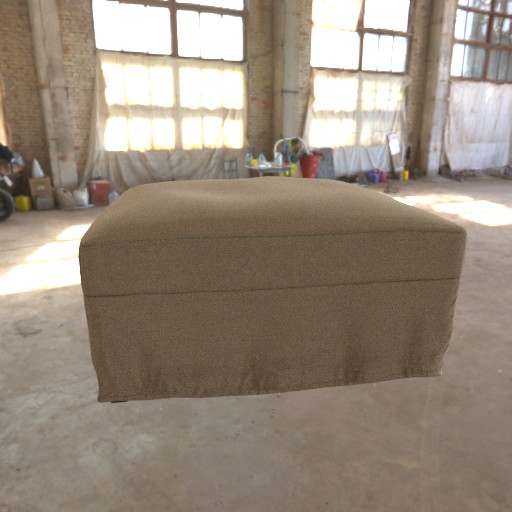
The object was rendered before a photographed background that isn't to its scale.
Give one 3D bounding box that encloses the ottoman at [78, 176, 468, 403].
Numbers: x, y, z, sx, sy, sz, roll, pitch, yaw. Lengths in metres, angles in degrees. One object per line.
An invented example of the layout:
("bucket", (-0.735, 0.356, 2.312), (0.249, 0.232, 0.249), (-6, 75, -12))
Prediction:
("ottoman", (0.000, 0.000, 1.334), (0.843, 0.436, 0.840), (-2, 16, -8))
